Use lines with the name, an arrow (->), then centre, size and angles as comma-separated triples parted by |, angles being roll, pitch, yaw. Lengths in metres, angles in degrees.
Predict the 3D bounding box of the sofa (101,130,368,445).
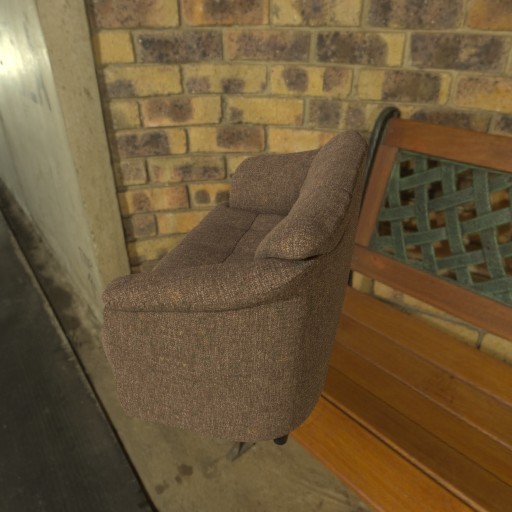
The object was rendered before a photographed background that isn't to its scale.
sofa -> 0.000, 0.000, 1.918 | 0.799, 0.895, 1.404 | 9, 31, 15
